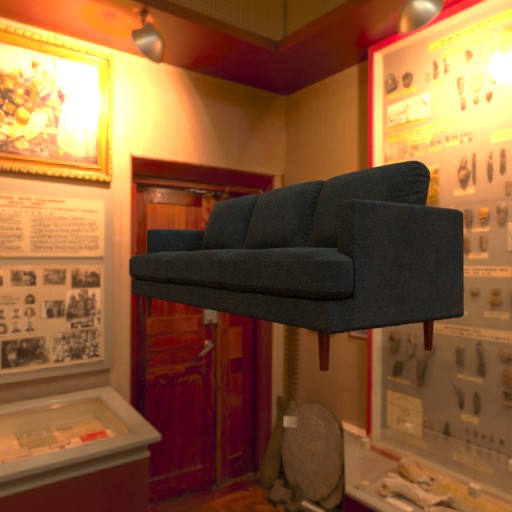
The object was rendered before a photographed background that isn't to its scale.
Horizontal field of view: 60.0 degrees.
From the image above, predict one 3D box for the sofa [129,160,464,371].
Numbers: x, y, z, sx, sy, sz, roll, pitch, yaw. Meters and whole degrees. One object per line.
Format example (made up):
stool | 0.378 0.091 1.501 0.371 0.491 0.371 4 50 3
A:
sofa | 0.000 0.000 2.767 0.903 0.930 2.246 0 0 -34
